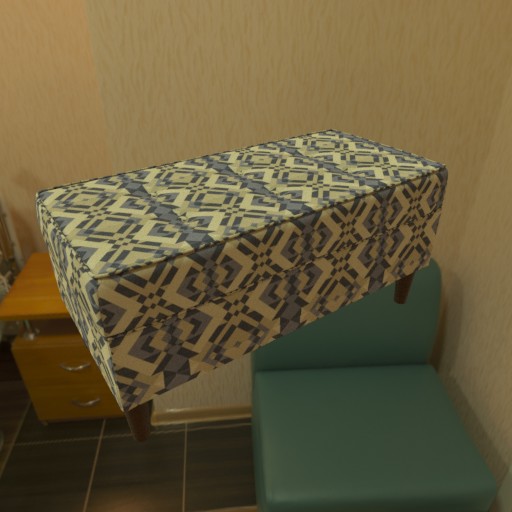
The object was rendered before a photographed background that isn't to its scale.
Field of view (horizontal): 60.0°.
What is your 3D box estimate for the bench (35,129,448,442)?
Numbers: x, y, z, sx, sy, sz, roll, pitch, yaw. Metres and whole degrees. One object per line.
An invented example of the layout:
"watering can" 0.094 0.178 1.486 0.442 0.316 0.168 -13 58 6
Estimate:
"bench" 0.000 0.000 1.269 1.016 0.477 0.492 -20 36 -29
